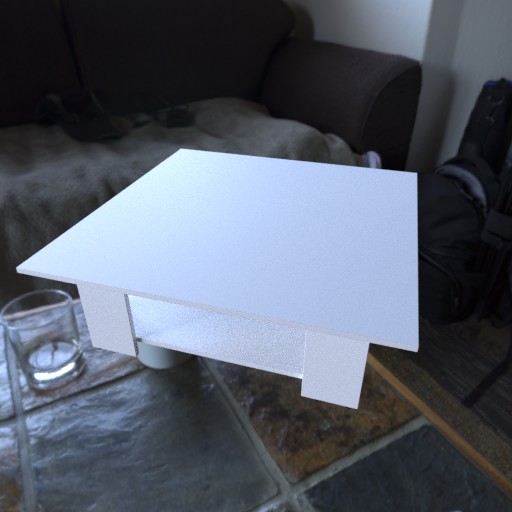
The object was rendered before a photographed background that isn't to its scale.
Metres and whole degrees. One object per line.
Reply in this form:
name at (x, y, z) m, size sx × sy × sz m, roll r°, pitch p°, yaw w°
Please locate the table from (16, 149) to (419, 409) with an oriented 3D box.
table at (0.000, 0.000, 1.356) m, size 0.890 × 0.305 × 0.890 m, roll 9°, pitch 33°, yaw 14°
